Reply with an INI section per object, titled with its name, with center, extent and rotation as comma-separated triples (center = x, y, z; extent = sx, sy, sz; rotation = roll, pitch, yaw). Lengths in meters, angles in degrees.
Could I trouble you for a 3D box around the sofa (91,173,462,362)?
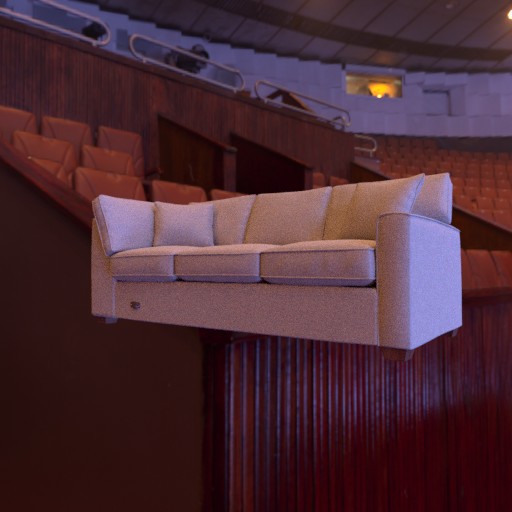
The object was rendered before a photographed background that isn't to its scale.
[sofa]
center = 0.000, 0.000, 2.925
extent = 2.317, 0.962, 1.061
rotation = -1, -2, 36
